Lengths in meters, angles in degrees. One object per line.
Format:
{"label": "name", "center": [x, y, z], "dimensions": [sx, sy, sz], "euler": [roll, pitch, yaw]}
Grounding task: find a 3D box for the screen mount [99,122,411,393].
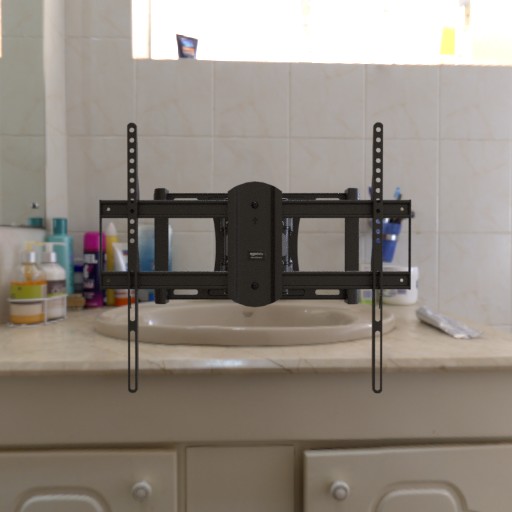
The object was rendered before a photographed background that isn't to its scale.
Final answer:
{"label": "screen mount", "center": [0.000, 0.000, 0.969], "dimensions": [0.571, 0.424, 0.556], "euler": [0, 1, 0]}
